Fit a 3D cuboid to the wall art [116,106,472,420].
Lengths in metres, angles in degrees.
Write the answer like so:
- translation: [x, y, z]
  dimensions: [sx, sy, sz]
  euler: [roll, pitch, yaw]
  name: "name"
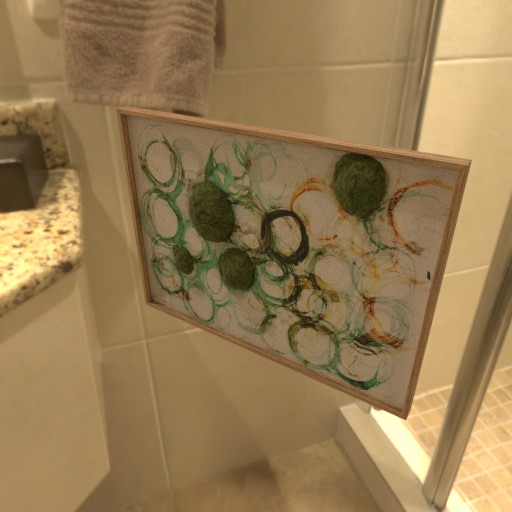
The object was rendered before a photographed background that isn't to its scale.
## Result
- translation: [0.000, 0.000, 1.084]
  dimensions: [0.841, 0.609, 0.063]
  euler: [18, 34, 28]
  name: "wall art"
